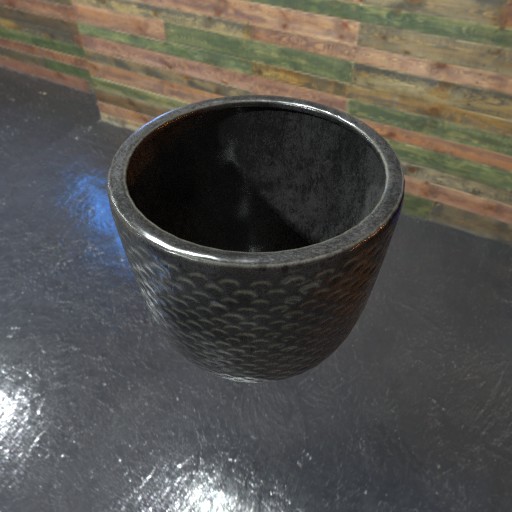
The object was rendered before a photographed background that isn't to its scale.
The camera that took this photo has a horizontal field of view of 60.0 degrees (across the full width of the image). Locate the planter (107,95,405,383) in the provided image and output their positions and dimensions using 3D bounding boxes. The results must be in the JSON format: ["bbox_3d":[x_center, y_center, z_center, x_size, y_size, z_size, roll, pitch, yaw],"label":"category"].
[{"bbox_3d":[0.000,0.000,0.255,0.140,0.129,0.140,0,46,0],"label":"planter"}]
